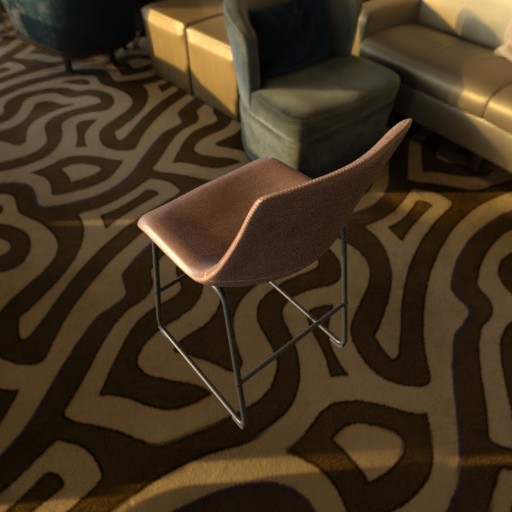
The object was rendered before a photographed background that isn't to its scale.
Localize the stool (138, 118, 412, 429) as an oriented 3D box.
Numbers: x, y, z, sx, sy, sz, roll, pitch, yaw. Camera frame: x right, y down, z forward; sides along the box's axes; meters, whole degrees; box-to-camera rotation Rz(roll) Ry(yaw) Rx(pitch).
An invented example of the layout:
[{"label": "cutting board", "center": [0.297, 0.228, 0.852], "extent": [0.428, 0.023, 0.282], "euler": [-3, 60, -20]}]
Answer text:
[{"label": "stool", "center": [0.000, 0.000, 1.193], "extent": [0.460, 0.890, 0.550], "euler": [-31, 54, -26]}]
